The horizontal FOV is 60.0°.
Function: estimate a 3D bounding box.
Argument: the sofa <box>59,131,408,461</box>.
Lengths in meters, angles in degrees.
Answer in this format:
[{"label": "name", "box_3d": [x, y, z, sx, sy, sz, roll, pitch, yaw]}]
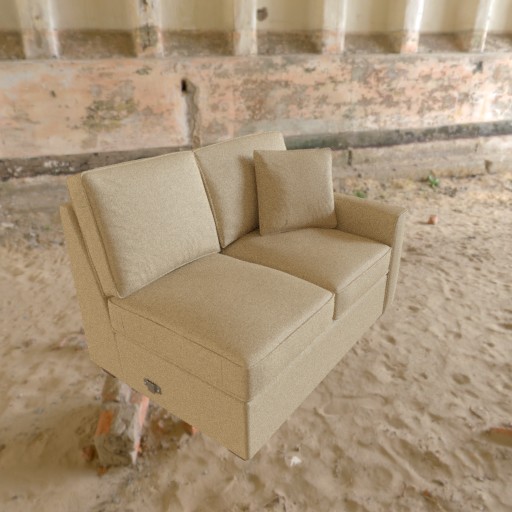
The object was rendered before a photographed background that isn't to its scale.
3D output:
[{"label": "sofa", "box_3d": [0.000, 0.000, 2.133, 0.991, 0.989, 1.388, 18, 31, 33]}]
